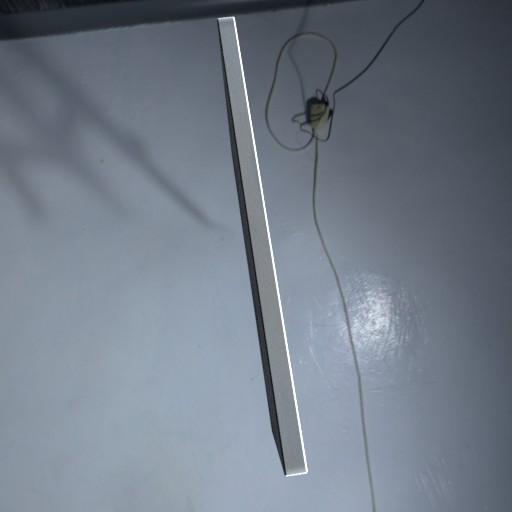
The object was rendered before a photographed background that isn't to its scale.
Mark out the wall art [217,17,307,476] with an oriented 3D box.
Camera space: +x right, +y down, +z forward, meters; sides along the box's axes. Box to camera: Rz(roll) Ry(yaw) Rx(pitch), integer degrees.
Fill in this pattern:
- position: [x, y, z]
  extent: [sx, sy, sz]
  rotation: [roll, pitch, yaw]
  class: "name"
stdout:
- position: [0.000, 0.000, 1.133]
  extent: [0.039, 0.609, 0.914]
  rotation: [-8, 75, -2]
  class: "wall art"
